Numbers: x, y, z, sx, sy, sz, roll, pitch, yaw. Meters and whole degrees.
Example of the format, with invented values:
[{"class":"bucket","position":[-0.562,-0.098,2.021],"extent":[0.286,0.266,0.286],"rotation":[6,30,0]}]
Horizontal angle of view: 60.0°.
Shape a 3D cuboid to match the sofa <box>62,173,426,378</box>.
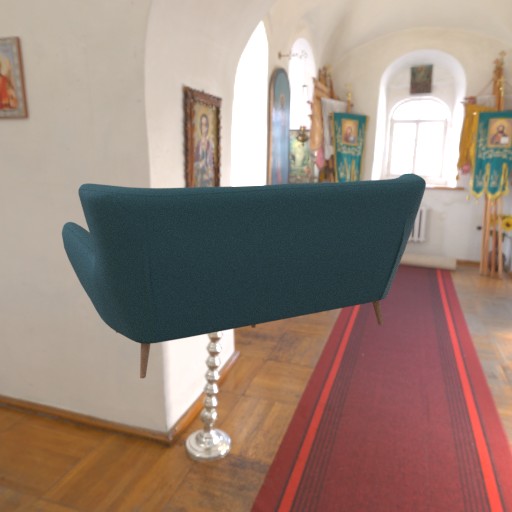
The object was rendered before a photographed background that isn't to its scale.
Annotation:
[{"class":"sofa","position":[0.000,0.000,2.473],"extent":[1.930,0.890,0.889],"rotation":[-7,15,-26]}]
